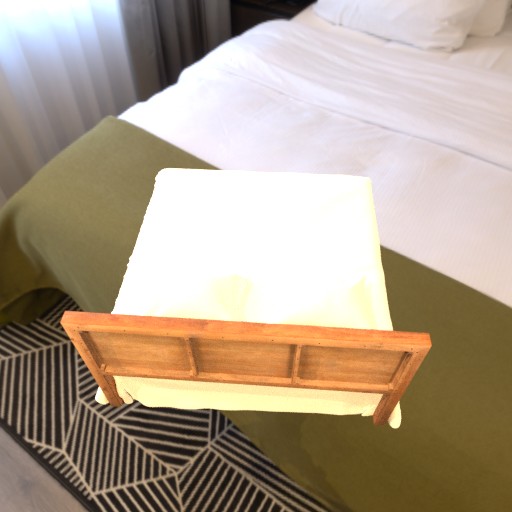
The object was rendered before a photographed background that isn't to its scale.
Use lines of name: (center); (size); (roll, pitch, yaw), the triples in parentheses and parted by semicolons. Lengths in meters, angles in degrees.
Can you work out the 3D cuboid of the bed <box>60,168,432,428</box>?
bed: (0.000, 0.000, 3.520); (2.255, 1.158, 2.165); (3, 49, 3)
